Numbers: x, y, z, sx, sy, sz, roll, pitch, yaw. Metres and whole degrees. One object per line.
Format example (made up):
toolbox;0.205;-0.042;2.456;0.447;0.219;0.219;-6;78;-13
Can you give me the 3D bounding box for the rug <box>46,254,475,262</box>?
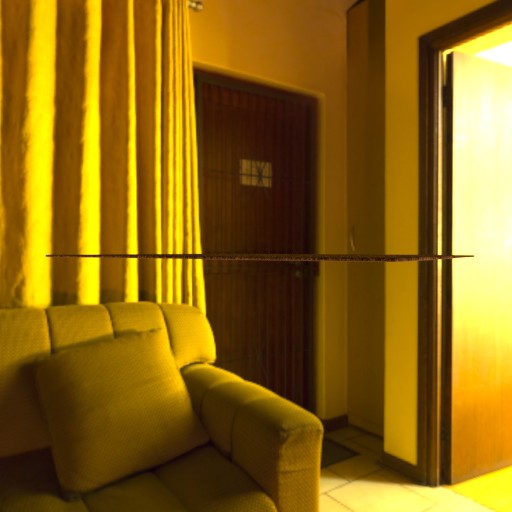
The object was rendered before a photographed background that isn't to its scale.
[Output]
rug;0.000;0.000;2.225;1.808;0.011;1.189;0;1;36
